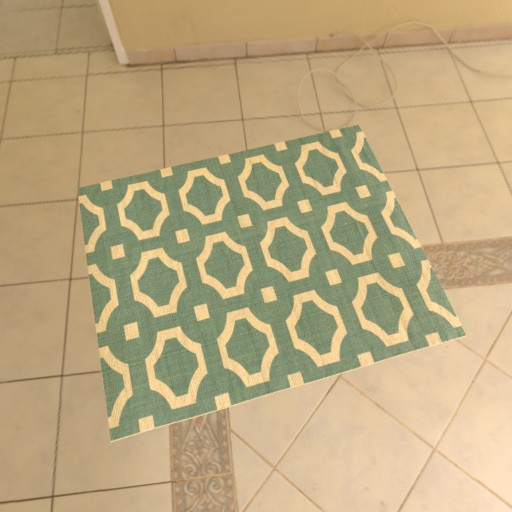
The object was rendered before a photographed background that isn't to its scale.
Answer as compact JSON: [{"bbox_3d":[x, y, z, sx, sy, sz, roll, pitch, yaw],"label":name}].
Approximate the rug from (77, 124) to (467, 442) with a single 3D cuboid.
[{"bbox_3d":[0.000,0.000,4.130,3.049,0.021,2.466,-14,65,-7],"label":"rug"}]
